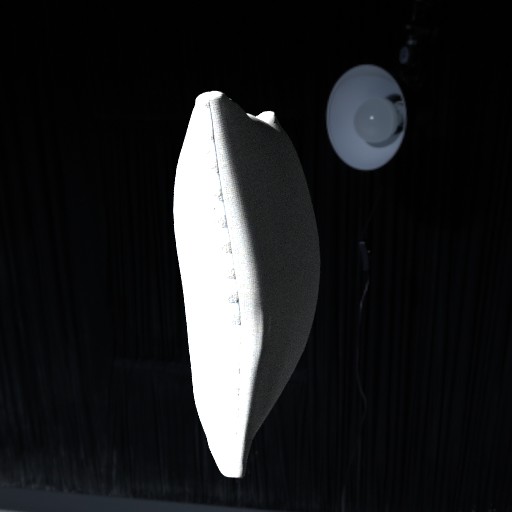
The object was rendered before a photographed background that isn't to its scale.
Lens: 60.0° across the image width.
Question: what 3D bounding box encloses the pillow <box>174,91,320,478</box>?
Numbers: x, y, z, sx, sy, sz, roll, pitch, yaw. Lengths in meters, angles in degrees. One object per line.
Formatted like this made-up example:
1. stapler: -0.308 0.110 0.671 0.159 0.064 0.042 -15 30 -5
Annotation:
1. pillow: 0.000 0.000 0.760 0.219 0.491 0.496 2 16 8
